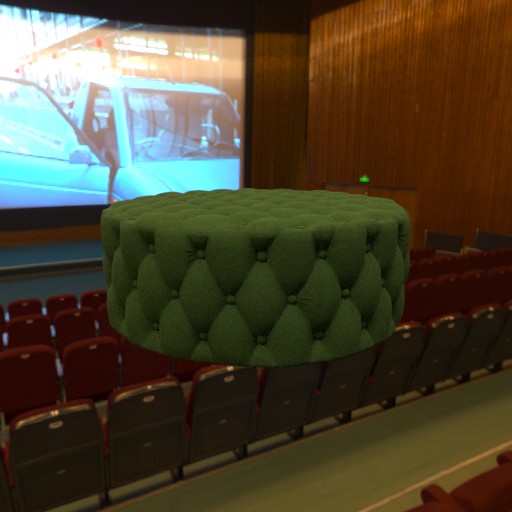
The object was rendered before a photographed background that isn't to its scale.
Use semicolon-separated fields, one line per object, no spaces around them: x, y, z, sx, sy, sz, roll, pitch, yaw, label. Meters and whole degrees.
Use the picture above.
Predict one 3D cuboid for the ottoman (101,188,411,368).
0.000;0.000;1.513;0.998;0.399;0.998;0;14;0;ottoman
